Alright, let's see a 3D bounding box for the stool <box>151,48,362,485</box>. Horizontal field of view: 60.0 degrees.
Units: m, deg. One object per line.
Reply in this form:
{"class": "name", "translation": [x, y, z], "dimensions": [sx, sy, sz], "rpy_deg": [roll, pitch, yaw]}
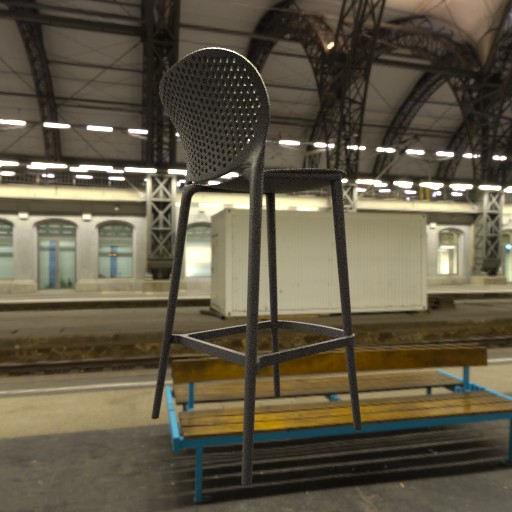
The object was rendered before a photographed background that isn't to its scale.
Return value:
{"class": "stool", "translation": [0.000, 0.000, 1.348], "dimensions": [0.535, 1.045, 0.536], "rpy_deg": [0, 0, -36]}
